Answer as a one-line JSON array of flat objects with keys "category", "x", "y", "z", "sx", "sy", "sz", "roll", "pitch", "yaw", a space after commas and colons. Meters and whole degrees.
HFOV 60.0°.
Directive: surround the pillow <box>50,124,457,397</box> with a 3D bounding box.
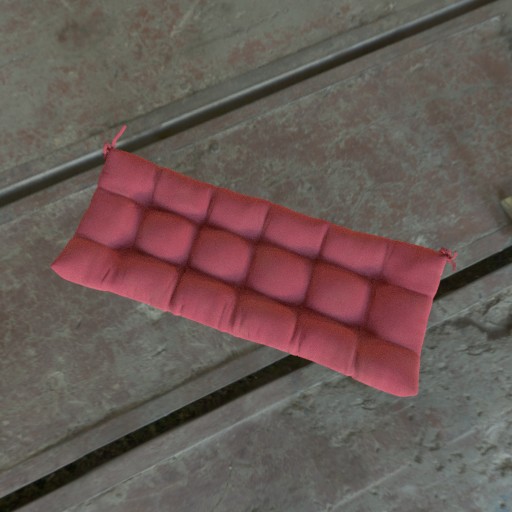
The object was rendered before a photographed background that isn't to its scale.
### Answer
[{"category": "pillow", "x": 0.000, "y": 0.000, "z": 1.357, "sx": 1.194, "sy": 0.174, "sz": 0.511, "roll": 18, "pitch": 75, "yaw": 5}]
